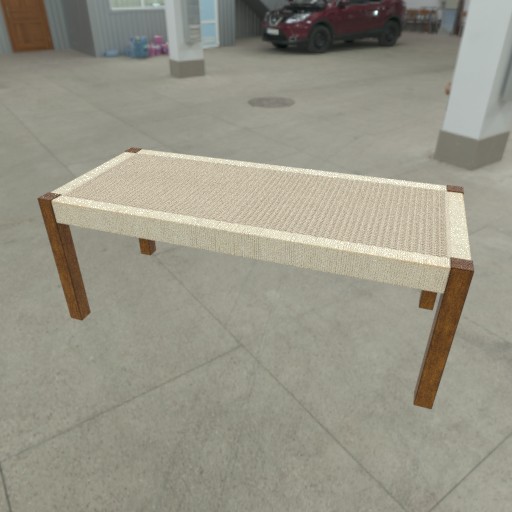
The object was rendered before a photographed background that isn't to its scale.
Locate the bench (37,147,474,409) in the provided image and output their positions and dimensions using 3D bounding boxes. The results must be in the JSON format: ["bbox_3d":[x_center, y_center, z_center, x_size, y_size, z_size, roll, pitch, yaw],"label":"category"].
[{"bbox_3d":[0.000,0.000,1.470,1.198,0.457,0.507,10,33,16],"label":"bench"}]
